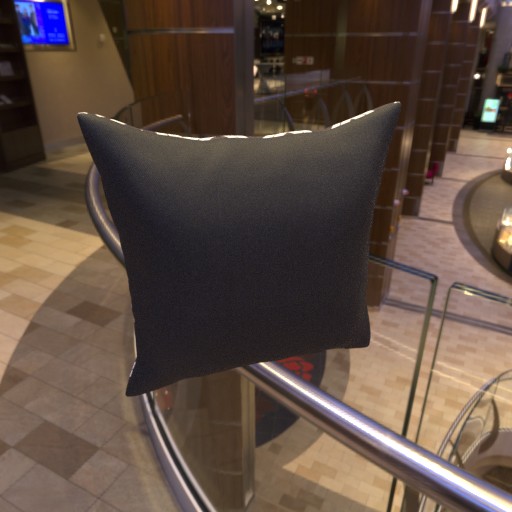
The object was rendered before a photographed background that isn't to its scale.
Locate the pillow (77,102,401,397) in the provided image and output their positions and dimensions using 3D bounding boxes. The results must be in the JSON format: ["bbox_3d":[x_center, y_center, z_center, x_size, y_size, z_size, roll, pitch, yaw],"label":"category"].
[{"bbox_3d":[0.000,0.000,0.766,0.504,0.494,0.188,-8,26,-16],"label":"pillow"}]
